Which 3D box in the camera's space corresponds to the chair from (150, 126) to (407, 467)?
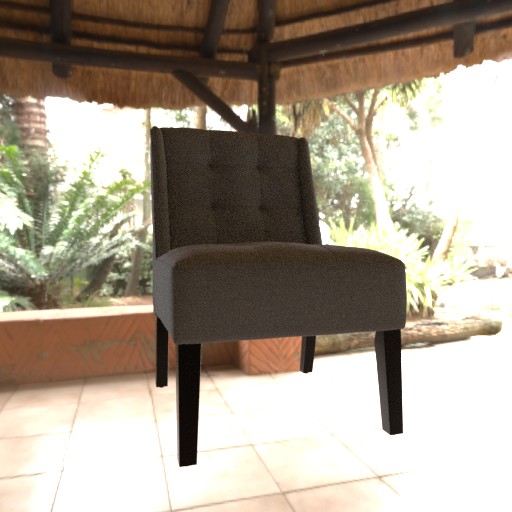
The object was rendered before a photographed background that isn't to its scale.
[{"bbox_3d":[0.000,0.000,1.285,0.569,0.853,0.676,-1,2,-17],"label":"chair"}]
